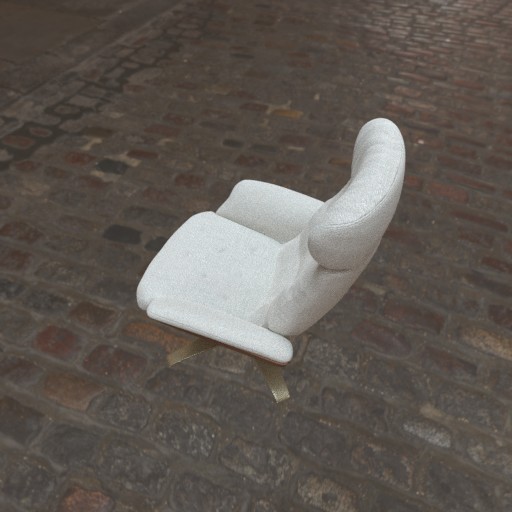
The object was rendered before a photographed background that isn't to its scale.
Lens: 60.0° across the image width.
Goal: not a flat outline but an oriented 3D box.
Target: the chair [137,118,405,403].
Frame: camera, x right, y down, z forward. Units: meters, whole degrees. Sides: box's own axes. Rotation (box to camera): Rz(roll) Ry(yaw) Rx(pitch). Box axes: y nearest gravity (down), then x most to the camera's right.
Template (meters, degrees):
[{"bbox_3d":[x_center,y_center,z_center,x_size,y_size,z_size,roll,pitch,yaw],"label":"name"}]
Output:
[{"bbox_3d":[0.000,0.000,1.586,0.837,0.995,0.785,16,48,15],"label":"chair"}]
